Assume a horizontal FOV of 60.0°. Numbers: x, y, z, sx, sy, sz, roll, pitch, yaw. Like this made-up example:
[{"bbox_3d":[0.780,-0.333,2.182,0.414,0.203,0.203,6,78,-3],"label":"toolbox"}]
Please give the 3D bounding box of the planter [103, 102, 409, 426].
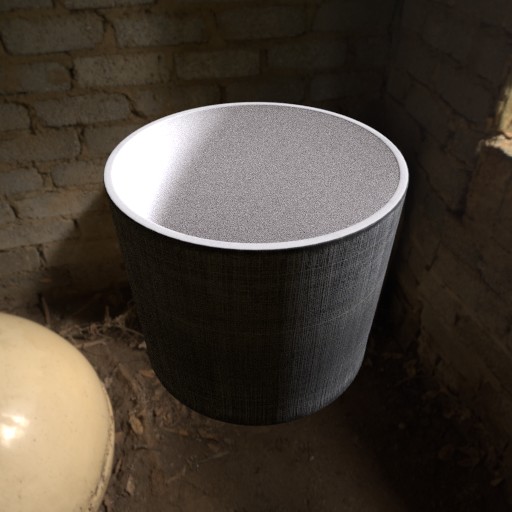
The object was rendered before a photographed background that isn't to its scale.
[{"bbox_3d":[0.000,0.000,0.451,0.254,0.221,0.254,0,40,0],"label":"planter"}]
